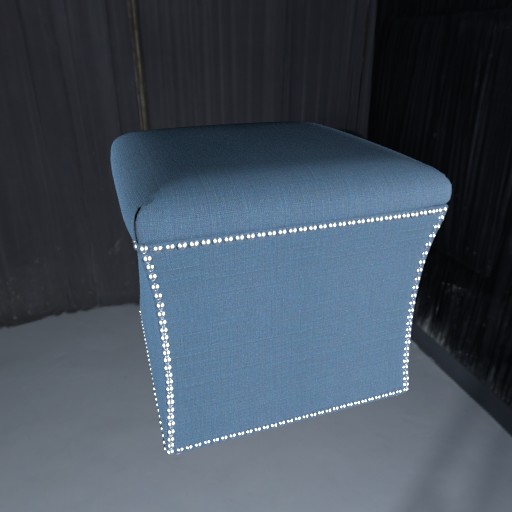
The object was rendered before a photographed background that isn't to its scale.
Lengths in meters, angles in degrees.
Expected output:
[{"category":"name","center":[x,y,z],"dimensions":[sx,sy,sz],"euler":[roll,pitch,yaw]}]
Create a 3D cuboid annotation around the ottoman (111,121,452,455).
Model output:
[{"category":"ottoman","center":[0.000,0.000,0.901],"dimensions":[0.507,0.475,0.497],"euler":[-8,27,-17]}]
